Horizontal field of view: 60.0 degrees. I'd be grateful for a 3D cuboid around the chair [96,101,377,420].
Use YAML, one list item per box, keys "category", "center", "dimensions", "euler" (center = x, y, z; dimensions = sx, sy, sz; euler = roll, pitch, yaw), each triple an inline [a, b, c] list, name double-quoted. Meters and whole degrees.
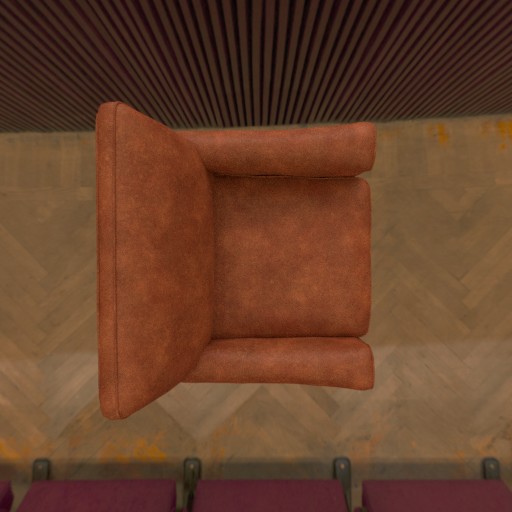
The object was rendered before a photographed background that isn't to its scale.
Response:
- category: "chair"
  center: [0.000, 0.000, 1.583]
  dimensions: [0.823, 0.943, 0.870]
  euler: [0, 92, 0]
